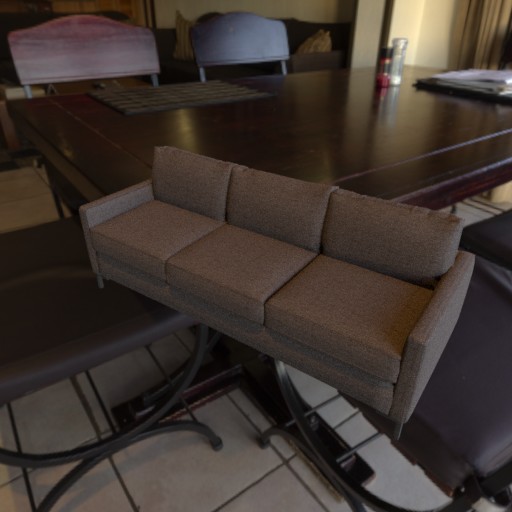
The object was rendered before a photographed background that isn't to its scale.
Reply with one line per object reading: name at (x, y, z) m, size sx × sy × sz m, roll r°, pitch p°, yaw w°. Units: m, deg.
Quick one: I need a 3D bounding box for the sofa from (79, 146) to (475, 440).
sofa at (0.000, 0.000, 2.667) m, size 2.253 × 0.882 × 0.876 m, roll 20°, pitch 36°, yaw 30°
